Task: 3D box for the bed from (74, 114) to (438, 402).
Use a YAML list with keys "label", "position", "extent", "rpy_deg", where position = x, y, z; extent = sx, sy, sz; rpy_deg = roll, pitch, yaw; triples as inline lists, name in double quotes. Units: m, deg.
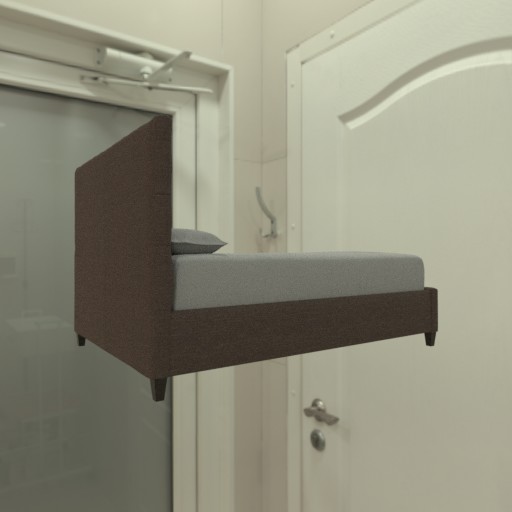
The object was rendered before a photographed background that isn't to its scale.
- label: "bed"
  position: [0.000, 0.000, 3.524]
  extent: [2.387, 1.427, 1.698]
  rpy_deg: [0, 1, -35]
